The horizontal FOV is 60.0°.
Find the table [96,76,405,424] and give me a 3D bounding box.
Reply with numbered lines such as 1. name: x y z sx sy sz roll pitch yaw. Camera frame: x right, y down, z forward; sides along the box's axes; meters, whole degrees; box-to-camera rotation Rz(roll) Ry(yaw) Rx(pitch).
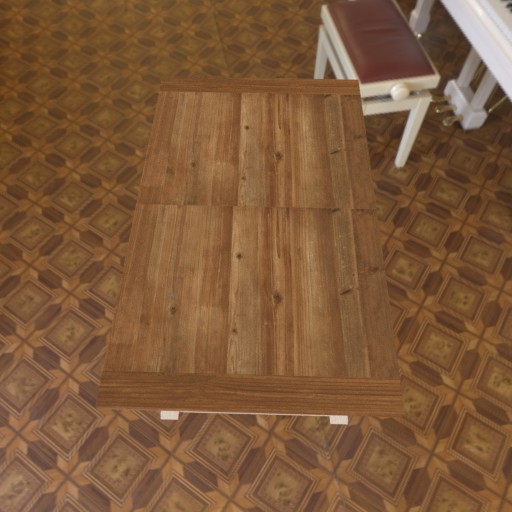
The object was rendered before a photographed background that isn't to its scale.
1. table: 0.000 0.000 2.020 0.922 0.743 1.503 1 60 1
